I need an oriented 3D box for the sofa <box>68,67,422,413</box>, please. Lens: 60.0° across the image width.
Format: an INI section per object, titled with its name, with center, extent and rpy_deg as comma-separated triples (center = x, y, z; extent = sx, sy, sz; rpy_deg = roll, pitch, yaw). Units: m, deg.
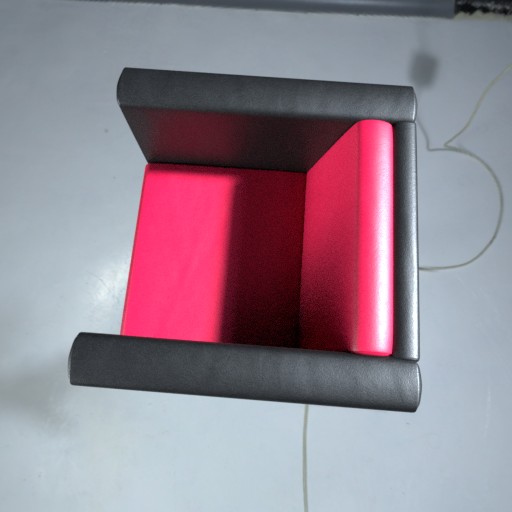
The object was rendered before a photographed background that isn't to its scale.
[sofa]
center = 0.000, 0.000, 1.417
extent = 0.809, 0.724, 0.839
rpy_deg = 4, 76, 1
